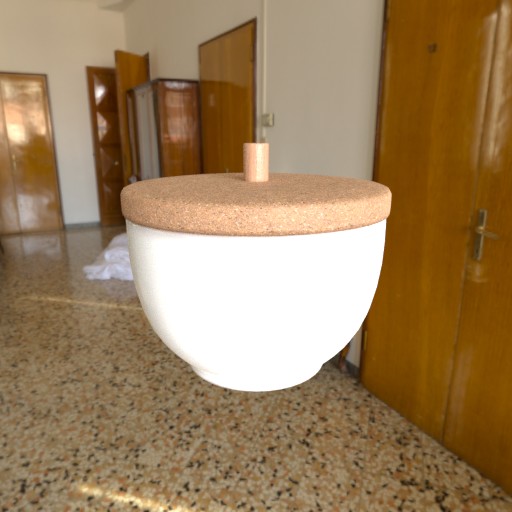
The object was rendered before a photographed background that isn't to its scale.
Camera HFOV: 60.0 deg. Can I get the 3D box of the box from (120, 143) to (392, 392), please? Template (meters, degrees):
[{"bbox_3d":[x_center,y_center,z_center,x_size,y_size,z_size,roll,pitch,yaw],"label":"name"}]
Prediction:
[{"bbox_3d":[0.000,0.000,0.190,0.107,0.094,0.107,0,15,0],"label":"box"}]
